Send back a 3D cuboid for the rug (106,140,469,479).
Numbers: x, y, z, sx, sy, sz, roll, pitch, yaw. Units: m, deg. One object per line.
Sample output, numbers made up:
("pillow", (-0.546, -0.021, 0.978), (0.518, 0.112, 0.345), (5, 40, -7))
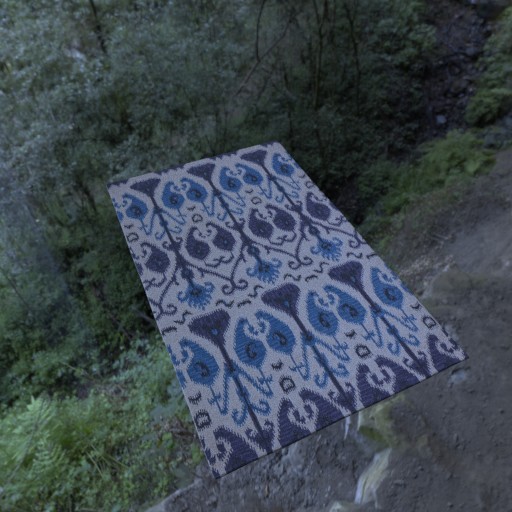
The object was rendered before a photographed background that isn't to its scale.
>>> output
("rug", (0.000, 0.000, 2.111), (1.072, 0.013, 1.698), (-19, 50, -17))
